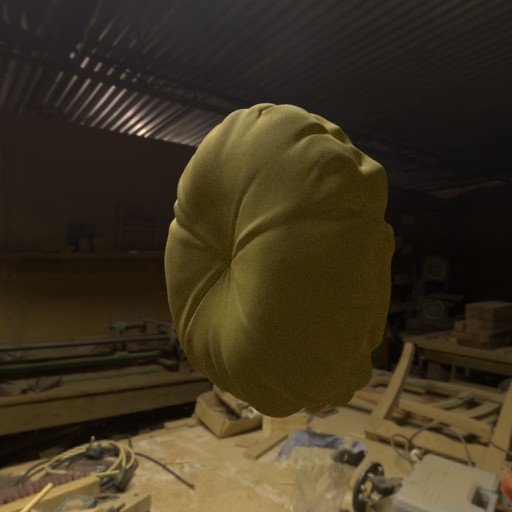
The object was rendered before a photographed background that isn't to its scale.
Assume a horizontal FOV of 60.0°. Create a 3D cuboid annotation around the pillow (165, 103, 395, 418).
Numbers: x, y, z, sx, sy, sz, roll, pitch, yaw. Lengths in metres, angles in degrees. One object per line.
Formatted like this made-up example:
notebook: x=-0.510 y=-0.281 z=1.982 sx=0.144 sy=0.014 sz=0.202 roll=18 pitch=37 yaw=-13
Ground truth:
pillow: x=0.000 y=0.000 z=0.623 sx=0.148 sy=0.407 sz=0.428 roll=0 pitch=0 yaw=-37
